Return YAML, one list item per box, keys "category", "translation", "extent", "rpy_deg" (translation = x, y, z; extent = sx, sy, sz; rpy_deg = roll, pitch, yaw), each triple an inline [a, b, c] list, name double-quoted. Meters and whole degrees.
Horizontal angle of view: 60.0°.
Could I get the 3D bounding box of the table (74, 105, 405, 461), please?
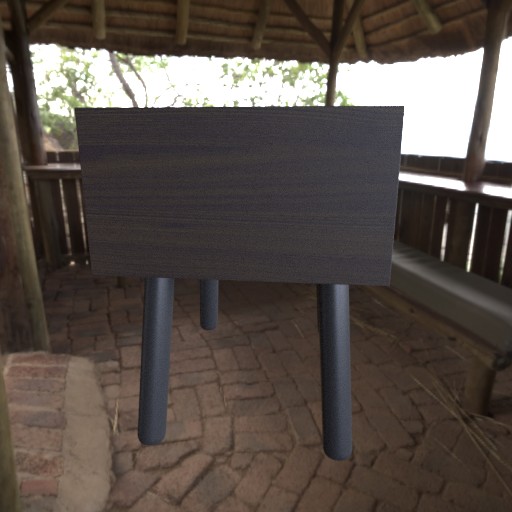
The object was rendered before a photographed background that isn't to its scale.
- category: "table"
  translation: [0.000, 0.000, 0.769]
  extent: [0.370, 0.470, 0.450]
  rpy_deg: [2, 16, 6]
